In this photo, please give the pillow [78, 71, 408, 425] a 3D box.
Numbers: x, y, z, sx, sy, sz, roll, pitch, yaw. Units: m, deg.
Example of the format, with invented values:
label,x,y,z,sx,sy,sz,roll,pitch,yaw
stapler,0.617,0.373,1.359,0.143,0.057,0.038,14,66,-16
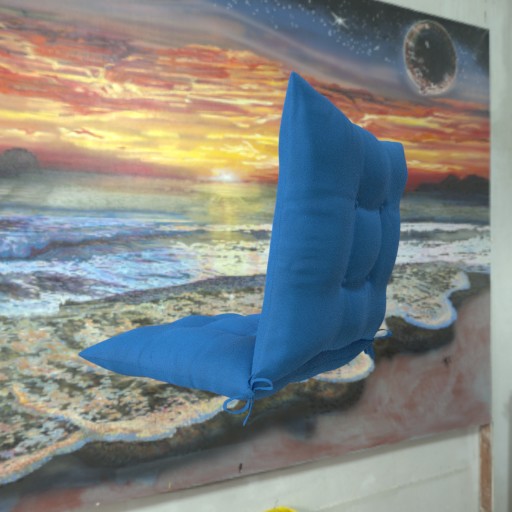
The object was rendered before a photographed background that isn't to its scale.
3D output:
label,x,y,z,sx,sy,sz,roll,pitch,yaw
pillow,0.000,0.000,0.986,0.585,0.536,0.541,0,0,36
